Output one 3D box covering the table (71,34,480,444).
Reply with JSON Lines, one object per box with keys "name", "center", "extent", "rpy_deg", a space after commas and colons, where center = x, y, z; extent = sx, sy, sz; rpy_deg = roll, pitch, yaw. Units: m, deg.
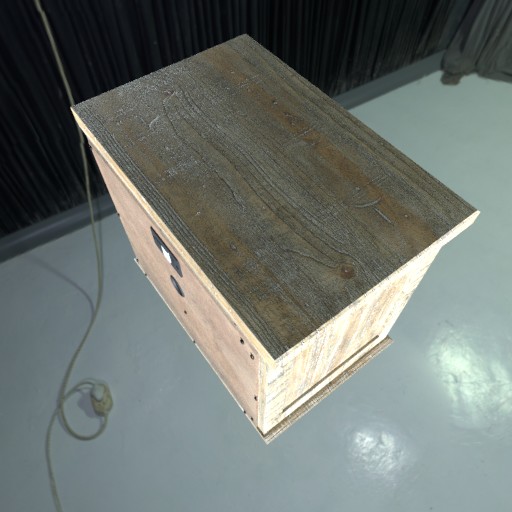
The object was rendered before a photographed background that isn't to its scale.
{"name": "table", "center": [0.000, 0.000, 1.130], "extent": [0.457, 0.711, 0.686], "rpy_deg": [-32, 62, -19]}
